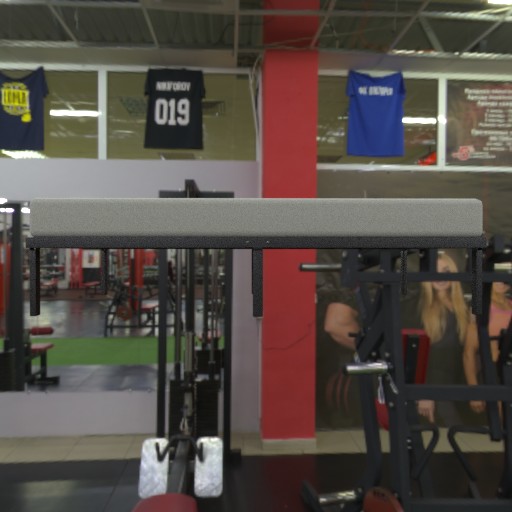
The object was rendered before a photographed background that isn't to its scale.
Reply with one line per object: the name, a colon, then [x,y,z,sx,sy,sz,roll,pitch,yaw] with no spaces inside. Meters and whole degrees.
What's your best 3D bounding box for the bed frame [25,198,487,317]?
bed frame: [0.000,0.000,3.212,2.635,0.680,1.393,0,1,-1]
